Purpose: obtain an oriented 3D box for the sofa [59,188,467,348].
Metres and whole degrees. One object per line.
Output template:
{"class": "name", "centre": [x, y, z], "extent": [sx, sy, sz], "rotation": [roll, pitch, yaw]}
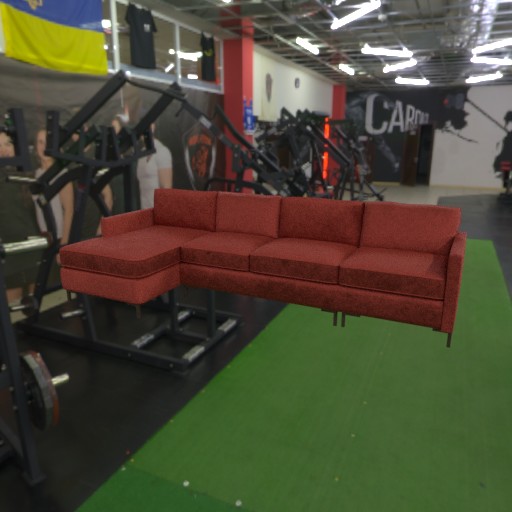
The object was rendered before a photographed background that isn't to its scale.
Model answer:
{"class": "sofa", "centre": [0.000, 0.000, 4.024], "extent": [3.400, 0.967, 1.500], "rotation": [7, 17, 25]}
